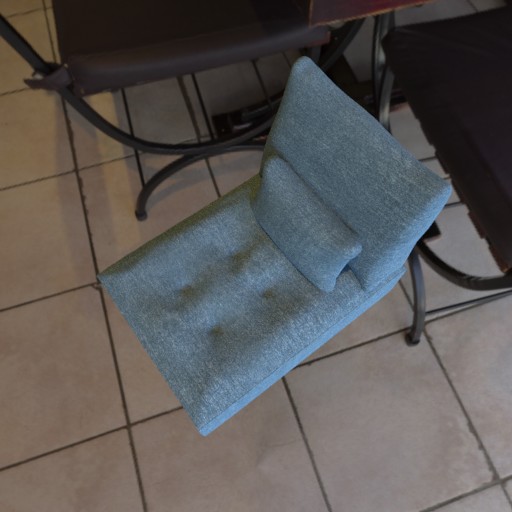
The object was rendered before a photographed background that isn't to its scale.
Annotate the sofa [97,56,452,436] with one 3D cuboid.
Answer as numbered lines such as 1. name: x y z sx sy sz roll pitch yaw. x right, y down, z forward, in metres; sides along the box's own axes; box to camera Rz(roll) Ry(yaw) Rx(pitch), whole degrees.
1. sofa: 0.000 0.000 1.584 1.000 0.820 0.700 -34 69 -15
